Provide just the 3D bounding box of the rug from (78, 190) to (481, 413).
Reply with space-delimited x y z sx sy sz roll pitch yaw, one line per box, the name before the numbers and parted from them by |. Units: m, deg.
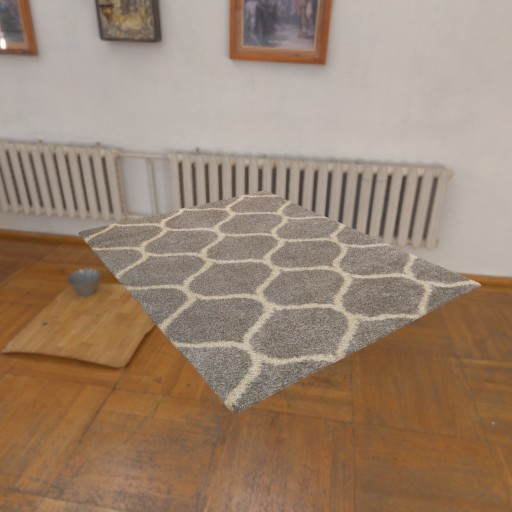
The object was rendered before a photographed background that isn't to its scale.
rug | 0.000 0.000 4.087 2.399 0.026 3.000 -17 31 -31
